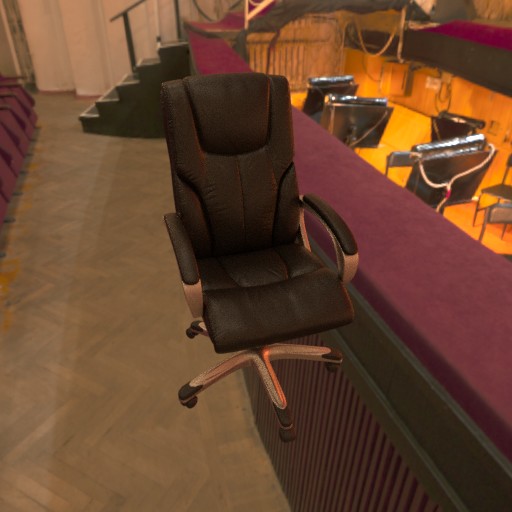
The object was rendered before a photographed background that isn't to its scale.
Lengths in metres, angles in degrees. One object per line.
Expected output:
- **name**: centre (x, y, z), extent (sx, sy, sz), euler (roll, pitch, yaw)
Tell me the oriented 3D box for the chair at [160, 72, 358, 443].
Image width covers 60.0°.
- **chair**: centre (0.000, 0.000, 1.619), extent (0.700, 1.145, 0.780), euler (-10, 33, -16)
